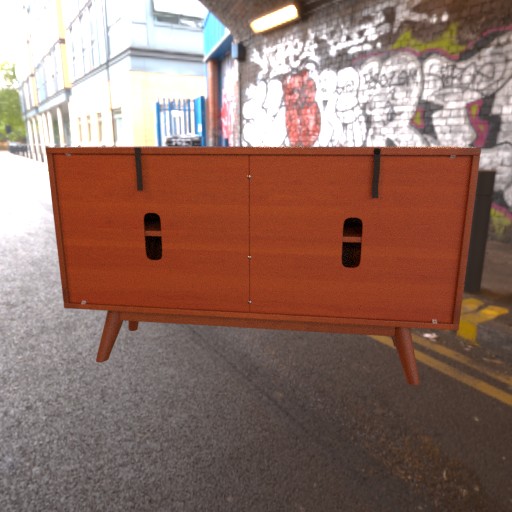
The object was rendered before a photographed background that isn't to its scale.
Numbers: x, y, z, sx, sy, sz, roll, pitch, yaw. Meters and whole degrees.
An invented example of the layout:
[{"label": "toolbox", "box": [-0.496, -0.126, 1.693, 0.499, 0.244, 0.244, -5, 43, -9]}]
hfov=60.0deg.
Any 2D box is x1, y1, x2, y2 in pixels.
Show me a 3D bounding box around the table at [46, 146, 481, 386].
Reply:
[{"label": "table", "box": [0.000, 0.000, 1.458, 1.220, 0.698, 0.308, 2, 15, 8]}]
